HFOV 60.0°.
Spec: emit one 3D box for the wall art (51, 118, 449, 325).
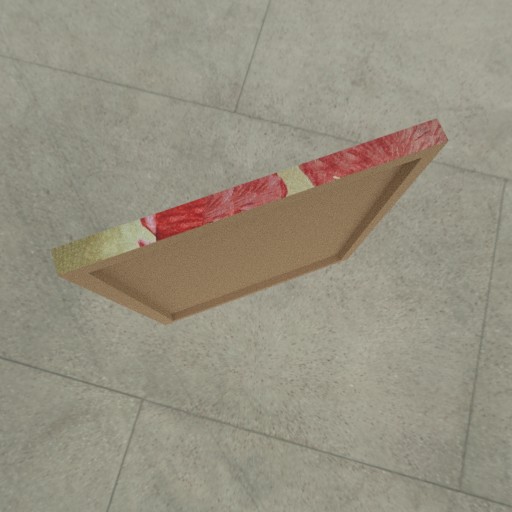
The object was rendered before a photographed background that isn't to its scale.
[{"bbox_3d":[0.000,0.000,0.681,0.406,0.508,0.028,-20,77,-5],"label":"wall art"}]
